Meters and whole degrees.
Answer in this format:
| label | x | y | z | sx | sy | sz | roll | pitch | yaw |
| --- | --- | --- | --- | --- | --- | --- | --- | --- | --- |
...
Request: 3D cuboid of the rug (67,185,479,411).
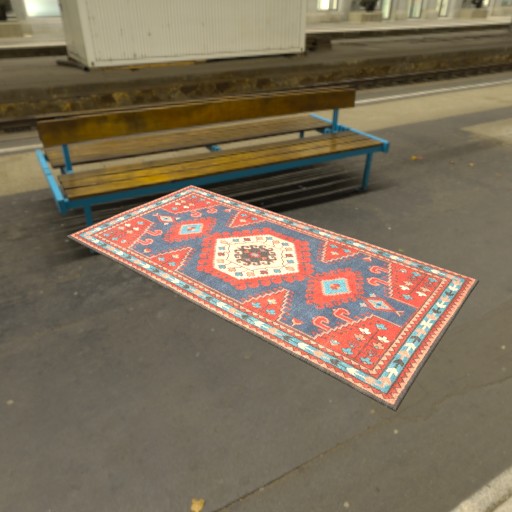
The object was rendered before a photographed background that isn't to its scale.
| label | x | y | z | sx | sy | sz | roll | pitch | yaw |
| --- | --- | --- | --- | --- | --- | --- | --- | --- | --- |
| rug | 0.000 | 0.000 | 3.585 | 3.032 | 0.034 | 1.522 | 22 | 37 | 32 |
